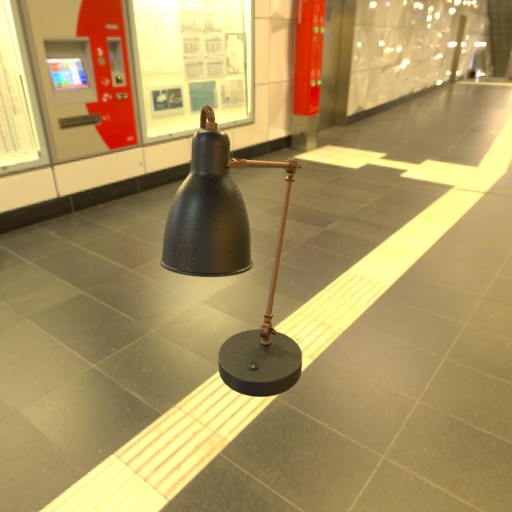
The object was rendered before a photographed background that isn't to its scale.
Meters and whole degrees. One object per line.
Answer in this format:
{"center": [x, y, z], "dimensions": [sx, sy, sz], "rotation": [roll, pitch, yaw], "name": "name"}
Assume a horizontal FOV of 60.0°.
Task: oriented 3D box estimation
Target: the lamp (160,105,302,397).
{"center": [0.000, 0.000, 0.847], "dimensions": [0.187, 0.587, 0.561], "rotation": [8, 27, 17], "name": "lamp"}
